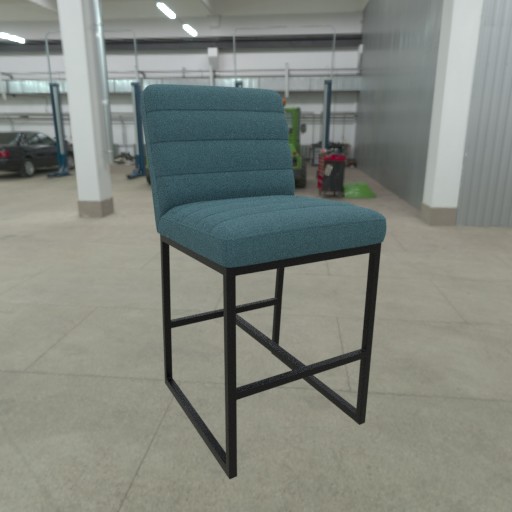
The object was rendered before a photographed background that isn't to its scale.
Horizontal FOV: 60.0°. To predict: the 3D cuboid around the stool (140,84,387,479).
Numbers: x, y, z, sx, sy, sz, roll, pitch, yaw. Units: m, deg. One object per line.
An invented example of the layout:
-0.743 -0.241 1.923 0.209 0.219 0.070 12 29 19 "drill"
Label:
0.000 0.000 1.261 0.460 0.940 0.560 -9 18 -28 "stool"
